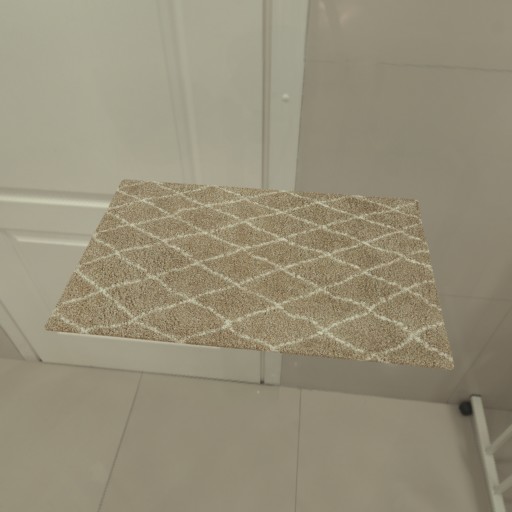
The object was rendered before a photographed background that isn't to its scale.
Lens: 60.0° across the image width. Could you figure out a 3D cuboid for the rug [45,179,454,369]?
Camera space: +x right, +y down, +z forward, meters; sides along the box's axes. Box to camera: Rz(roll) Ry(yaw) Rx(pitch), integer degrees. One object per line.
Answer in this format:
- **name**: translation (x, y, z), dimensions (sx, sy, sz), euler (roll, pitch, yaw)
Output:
- **rug**: translation (0.000, 0.000, 3.132), dimensions (2.438, 0.030, 1.524), euler (5, 46, 4)
